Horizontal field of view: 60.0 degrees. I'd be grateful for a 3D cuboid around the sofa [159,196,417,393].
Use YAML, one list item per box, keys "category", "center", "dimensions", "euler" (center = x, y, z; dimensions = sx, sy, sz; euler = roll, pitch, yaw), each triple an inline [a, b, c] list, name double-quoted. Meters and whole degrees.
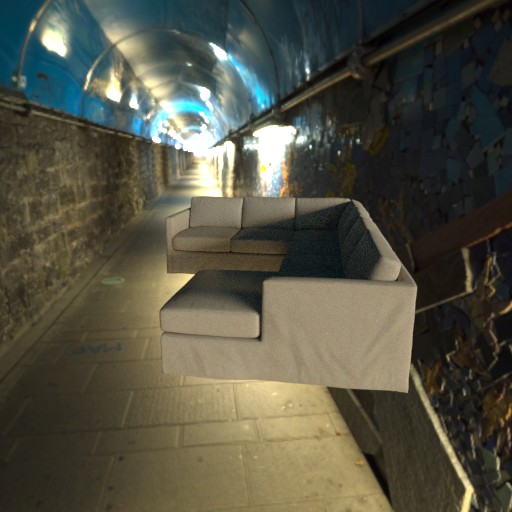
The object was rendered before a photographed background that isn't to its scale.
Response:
- category: "sofa"
  center: [0.000, 0.000, 4.444]
  dimensions: [2.427, 0.882, 3.460]
  euler: [2, 13, 8]
